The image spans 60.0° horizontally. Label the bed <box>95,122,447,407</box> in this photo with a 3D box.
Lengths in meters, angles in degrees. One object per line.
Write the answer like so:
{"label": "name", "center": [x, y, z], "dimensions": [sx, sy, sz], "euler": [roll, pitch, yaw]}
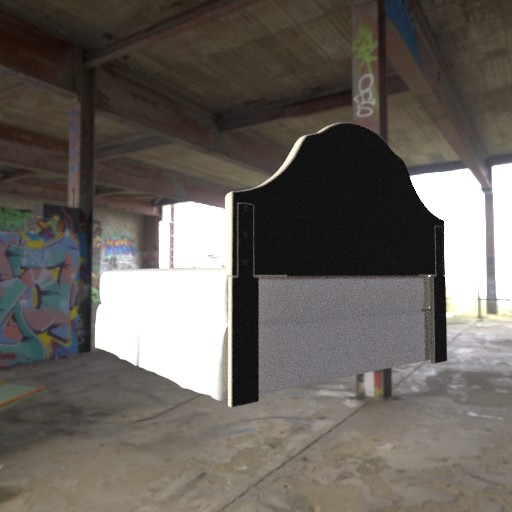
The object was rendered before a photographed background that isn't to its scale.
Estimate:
{"label": "bed", "center": [0.000, 0.000, 3.677], "dimensions": [2.008, 1.615, 2.214], "euler": [2, -3, -37]}
